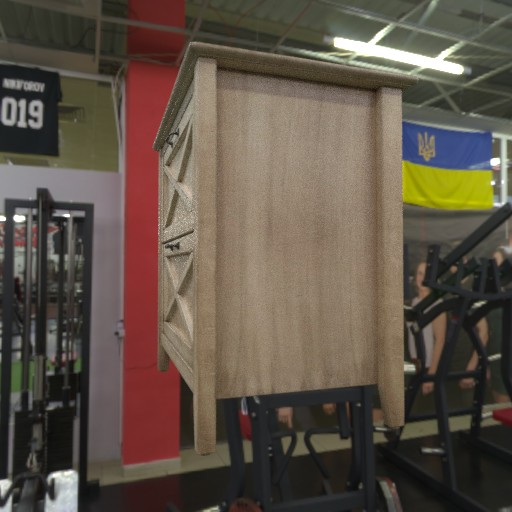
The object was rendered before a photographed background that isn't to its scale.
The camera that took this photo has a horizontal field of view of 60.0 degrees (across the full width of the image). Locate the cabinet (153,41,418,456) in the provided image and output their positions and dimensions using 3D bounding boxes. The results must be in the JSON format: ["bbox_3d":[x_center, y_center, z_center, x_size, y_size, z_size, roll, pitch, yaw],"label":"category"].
[{"bbox_3d":[0.000,0.000,1.234,0.503,0.762,0.763,0,-1,-18],"label":"cabinet"}]
